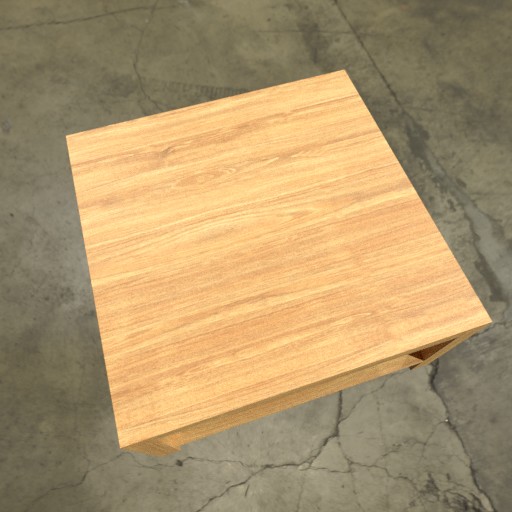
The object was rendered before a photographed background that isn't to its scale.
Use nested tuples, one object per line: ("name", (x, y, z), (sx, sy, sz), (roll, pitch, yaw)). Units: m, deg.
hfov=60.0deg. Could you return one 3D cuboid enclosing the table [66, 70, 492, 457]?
("table", (0.000, 0.000, 1.393), (0.900, 0.450, 0.900), (-16, 65, -8))
